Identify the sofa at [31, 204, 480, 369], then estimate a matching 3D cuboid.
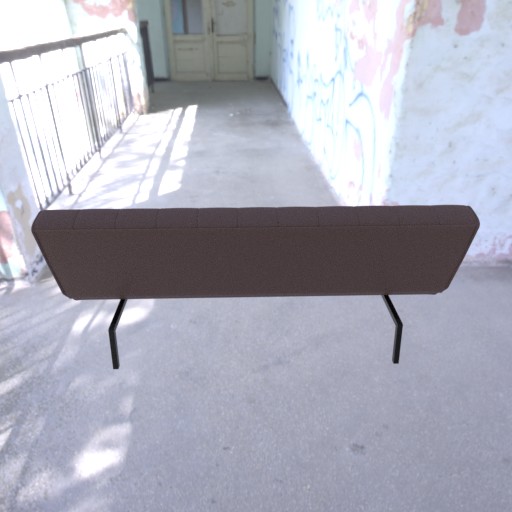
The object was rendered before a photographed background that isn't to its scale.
[{"bbox_3d":[0.000,0.000,2.114,1.703,0.699,0.747,-1,30,-1],"label":"sofa"}]
